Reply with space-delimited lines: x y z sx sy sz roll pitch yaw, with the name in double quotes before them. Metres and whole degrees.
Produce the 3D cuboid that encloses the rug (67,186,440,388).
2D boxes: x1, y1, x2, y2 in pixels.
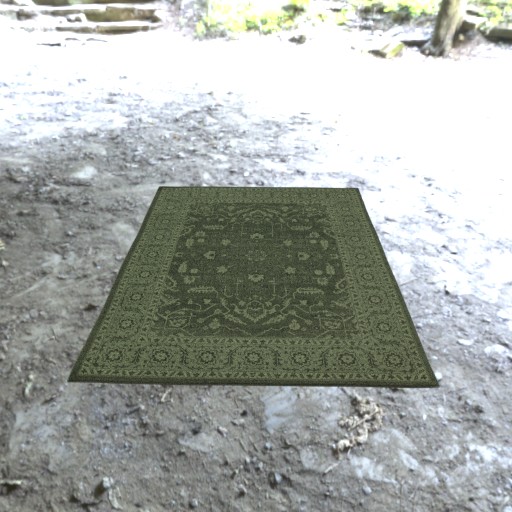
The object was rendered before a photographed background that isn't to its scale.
"rug" 0.000 0.000 4.172 2.451 0.026 3.069 1 34 1
